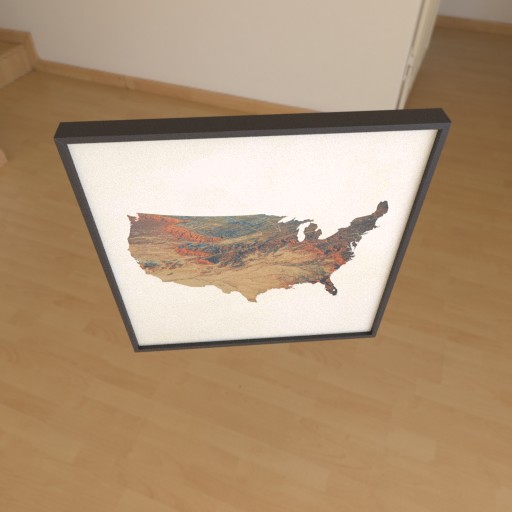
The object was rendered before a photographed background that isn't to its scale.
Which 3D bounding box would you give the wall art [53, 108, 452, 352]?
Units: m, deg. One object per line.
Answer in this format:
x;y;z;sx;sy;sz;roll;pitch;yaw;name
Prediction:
0.000;0.000;0.759;0.507;0.507;0.038;-3;47;-3;wall art
